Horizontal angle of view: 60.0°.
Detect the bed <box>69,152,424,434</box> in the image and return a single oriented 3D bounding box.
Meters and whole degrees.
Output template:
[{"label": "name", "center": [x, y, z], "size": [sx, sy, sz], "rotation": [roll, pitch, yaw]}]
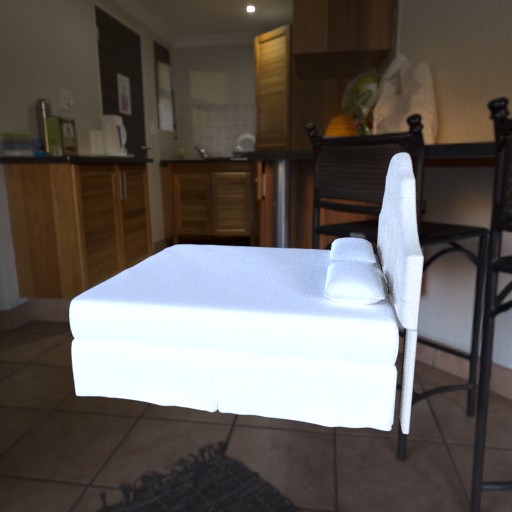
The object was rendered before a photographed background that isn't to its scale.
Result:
[{"label": "bed", "center": [0.000, 0.000, 3.562], "size": [2.214, 1.615, 2.008], "rotation": [3, 13, 11]}]
